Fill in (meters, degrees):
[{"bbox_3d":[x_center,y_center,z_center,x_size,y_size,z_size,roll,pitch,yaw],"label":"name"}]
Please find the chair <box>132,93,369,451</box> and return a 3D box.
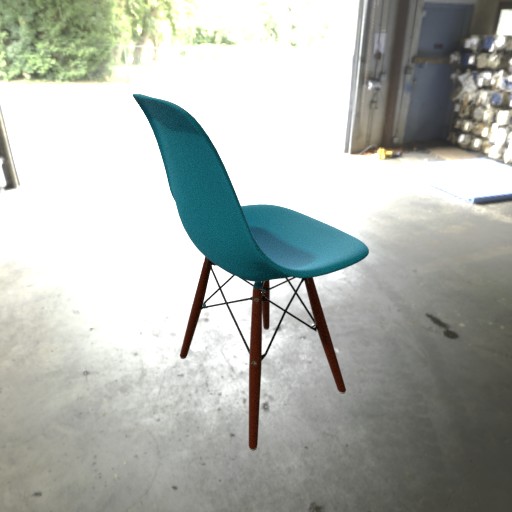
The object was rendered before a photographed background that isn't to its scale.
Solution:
[{"bbox_3d":[0.000,0.000,1.161,0.533,0.826,0.470,-17,31,-31],"label":"chair"}]
